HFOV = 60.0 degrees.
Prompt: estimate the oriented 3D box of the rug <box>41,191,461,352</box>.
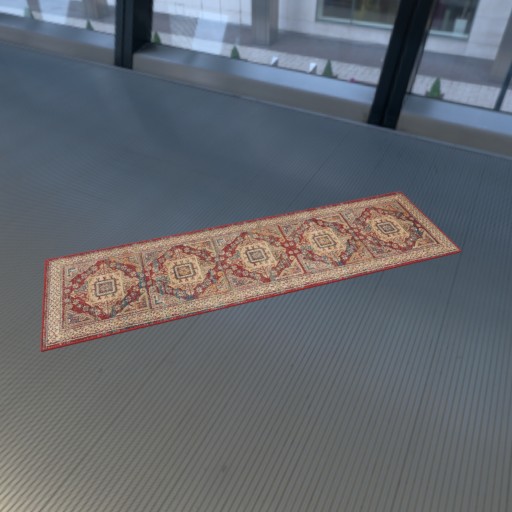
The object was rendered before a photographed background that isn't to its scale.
[{"bbox_3d":[0.000,0.000,2.536,2.292,0.015,0.659,-12,43,-13],"label":"rug"}]
